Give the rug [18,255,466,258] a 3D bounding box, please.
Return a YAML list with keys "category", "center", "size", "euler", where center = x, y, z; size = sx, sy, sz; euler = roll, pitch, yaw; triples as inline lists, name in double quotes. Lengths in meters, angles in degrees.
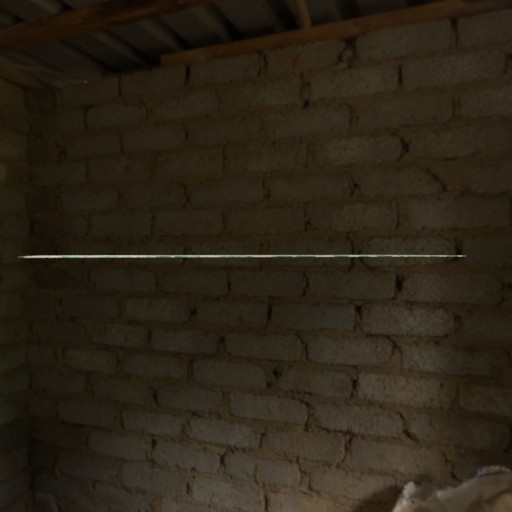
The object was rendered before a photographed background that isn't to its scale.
- category: "rug"
  center: [0.000, 0.000, 2.672]
  size: [2.438, 0.006, 0.761]
  euler: [0, 0, -18]
